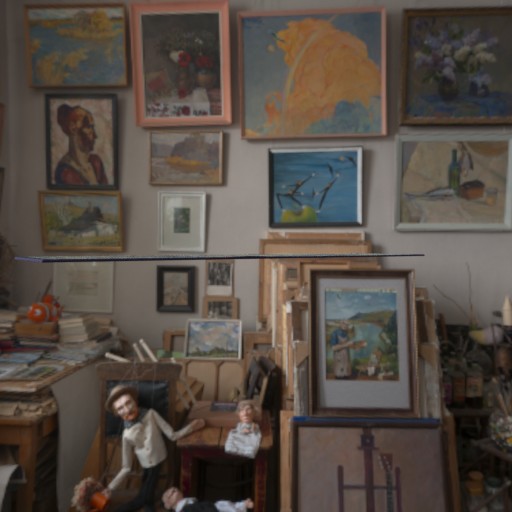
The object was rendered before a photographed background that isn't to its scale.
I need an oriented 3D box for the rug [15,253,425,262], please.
[{"bbox_3d":[0.000,0.000,2.445,2.283,0.016,0.602,-1,1,-36],"label":"rug"}]
